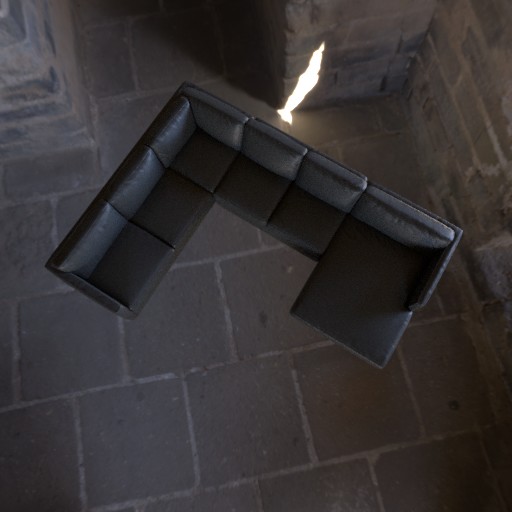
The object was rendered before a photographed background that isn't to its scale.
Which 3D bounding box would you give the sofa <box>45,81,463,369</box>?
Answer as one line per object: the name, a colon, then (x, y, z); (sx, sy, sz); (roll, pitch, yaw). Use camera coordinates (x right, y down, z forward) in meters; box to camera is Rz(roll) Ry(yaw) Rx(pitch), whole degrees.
sofa: (0.000, 0.000, 4.733); (3.460, 0.923, 2.593); (31, 77, 8)
